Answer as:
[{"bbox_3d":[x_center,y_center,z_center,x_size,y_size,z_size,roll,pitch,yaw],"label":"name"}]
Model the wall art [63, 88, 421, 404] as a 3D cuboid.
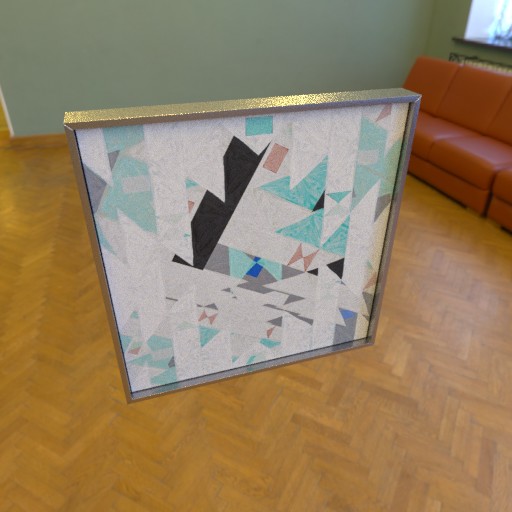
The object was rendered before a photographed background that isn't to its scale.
[{"bbox_3d":[0.000,0.000,0.522,0.350,0.350,0.038,-10,33,-15],"label":"wall art"}]
